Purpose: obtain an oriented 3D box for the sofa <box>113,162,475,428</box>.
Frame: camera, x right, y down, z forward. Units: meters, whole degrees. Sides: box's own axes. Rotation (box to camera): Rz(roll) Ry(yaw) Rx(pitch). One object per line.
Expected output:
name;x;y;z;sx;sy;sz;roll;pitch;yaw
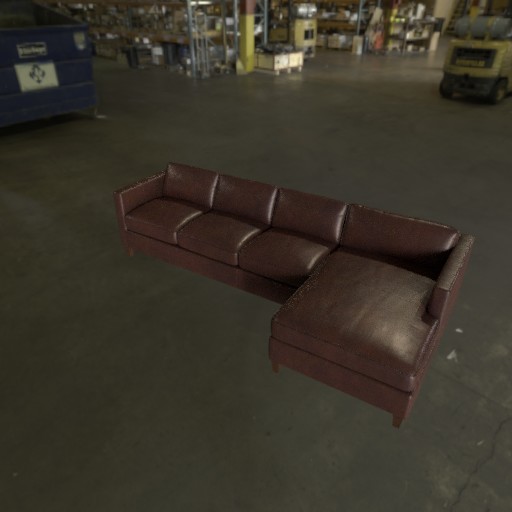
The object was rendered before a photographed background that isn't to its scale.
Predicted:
sofa;0.000;0.000;3.896;3.203;0.883;1.581;18;35;28
